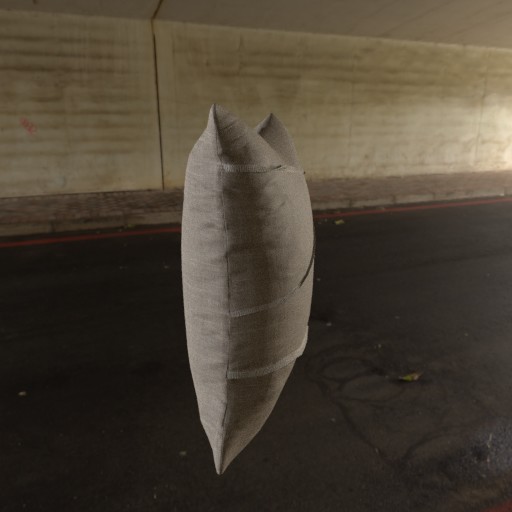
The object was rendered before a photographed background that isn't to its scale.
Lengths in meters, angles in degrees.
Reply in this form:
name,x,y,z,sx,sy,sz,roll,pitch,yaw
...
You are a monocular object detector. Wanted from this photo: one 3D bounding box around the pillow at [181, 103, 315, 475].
name,x,y,z,sx,sy,sz,roll,pitch,yaw
pillow,0.000,0.000,0.638,0.169,0.400,0.424,3,17,9
